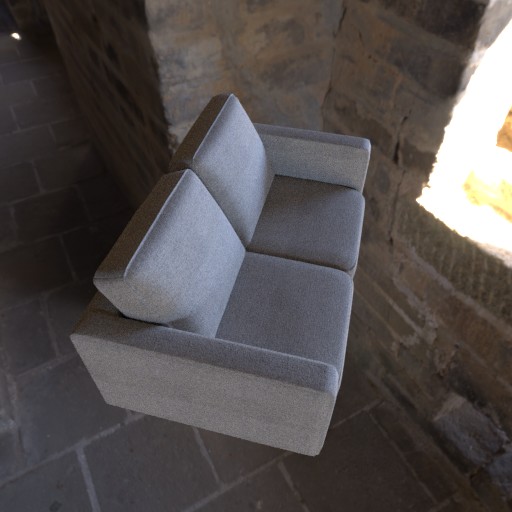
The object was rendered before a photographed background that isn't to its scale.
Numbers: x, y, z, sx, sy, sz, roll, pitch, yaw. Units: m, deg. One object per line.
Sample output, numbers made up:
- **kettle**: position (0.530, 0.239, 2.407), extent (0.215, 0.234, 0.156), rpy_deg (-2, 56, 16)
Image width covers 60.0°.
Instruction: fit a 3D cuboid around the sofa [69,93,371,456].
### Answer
- **sofa**: position (0.000, 0.000, 2.154), extent (0.969, 0.973, 1.527), rpy_deg (11, 48, 10)
